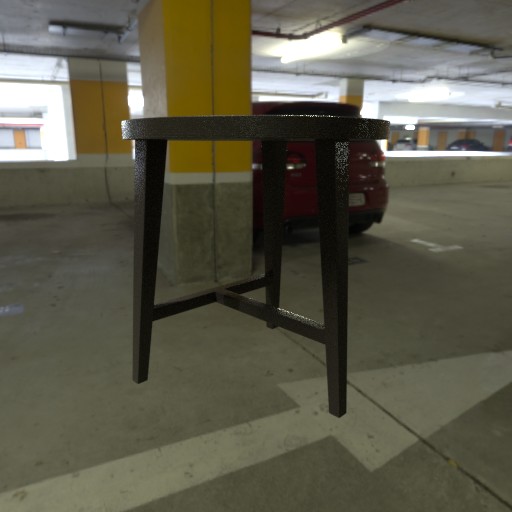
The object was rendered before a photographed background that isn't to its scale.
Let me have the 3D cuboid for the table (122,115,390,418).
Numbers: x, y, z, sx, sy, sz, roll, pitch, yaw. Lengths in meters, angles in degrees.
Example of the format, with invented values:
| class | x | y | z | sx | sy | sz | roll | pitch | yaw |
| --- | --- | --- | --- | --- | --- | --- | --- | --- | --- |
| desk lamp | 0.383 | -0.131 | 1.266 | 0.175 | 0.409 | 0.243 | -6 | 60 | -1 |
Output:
| class | x | y | z | sx | sy | sz | roll | pitch | yaw |
| --- | --- | --- | --- | --- | --- | --- | --- | --- | --- |
| table | 0.000 | 0.000 | 0.923 | 0.500 | 0.531 | 0.500 | 0 | 14 | 0 |
